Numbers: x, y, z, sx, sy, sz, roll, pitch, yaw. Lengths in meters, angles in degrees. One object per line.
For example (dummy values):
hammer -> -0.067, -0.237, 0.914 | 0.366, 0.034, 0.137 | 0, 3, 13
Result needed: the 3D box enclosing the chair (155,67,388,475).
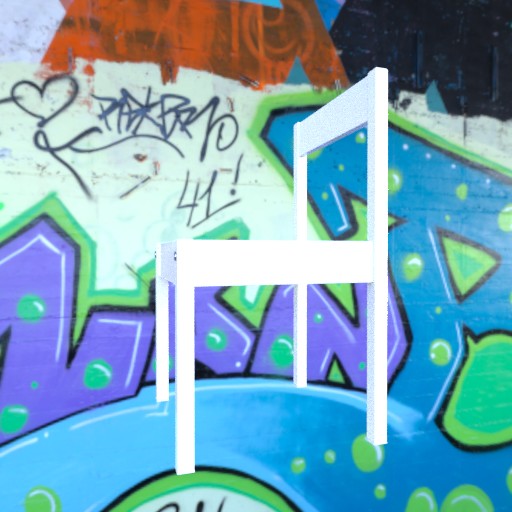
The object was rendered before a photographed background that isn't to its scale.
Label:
chair -> 0.000, 0.000, 0.689 | 0.285, 0.505, 0.285 | 0, 1, -18
